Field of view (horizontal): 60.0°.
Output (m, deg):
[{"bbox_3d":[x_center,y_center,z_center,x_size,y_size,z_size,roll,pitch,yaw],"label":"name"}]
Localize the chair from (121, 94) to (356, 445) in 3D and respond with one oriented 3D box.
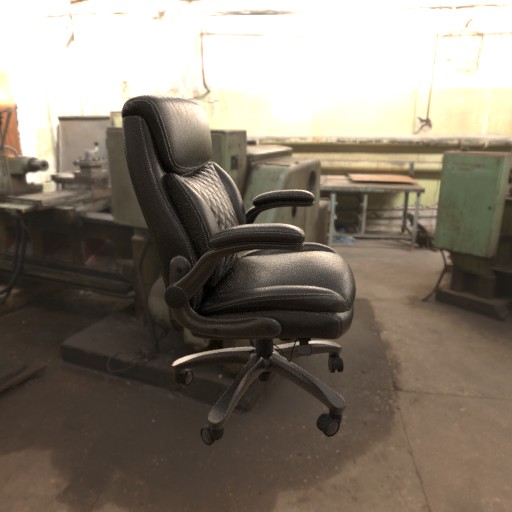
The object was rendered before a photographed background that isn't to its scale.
[{"bbox_3d":[0.000,0.000,1.619,0.724,1.110,0.782,3,16,9],"label":"chair"}]
